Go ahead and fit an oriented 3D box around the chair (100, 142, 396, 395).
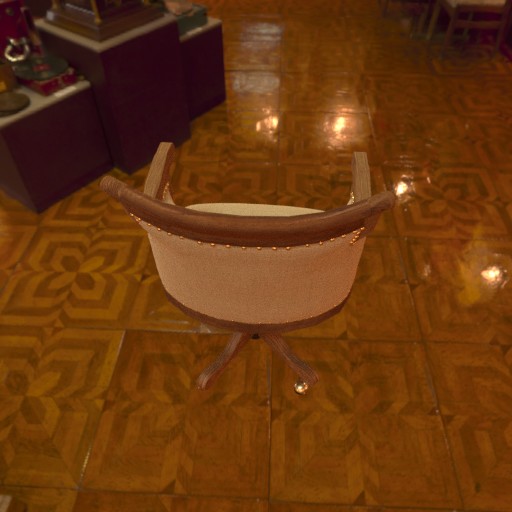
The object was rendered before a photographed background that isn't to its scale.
[{"bbox_3d":[0.000,0.000,1.436,0.656,0.965,0.689,4,47,3],"label":"chair"}]
